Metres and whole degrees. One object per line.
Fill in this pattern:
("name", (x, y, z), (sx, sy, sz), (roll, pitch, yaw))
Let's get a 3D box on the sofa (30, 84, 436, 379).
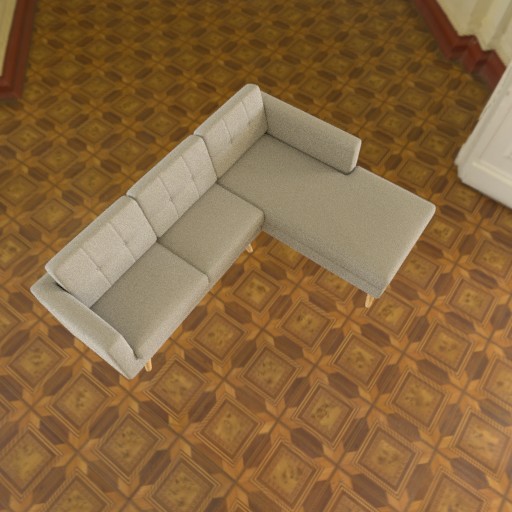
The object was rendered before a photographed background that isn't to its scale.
("sofa", (0.000, 0.000, 2.779), (1.530, 0.860, 2.040), (32, 64, 18))
